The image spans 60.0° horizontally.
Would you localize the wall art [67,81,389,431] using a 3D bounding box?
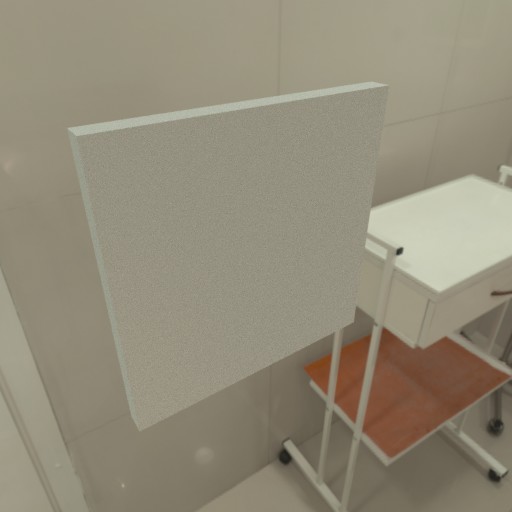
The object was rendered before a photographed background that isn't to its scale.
[{"bbox_3d":[0.000,0.000,0.530,0.355,0.355,0.027,-20,37,-29],"label":"wall art"}]
